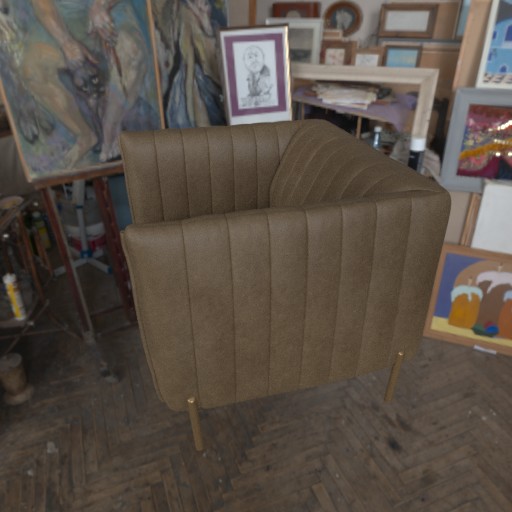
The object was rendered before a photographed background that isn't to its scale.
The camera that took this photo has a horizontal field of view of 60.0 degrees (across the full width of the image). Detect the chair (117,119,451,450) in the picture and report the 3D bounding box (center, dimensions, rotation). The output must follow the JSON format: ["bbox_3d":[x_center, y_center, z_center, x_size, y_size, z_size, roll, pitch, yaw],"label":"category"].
[{"bbox_3d":[0.000,0.000,1.640,0.876,0.779,0.981,-8,31,-13],"label":"chair"}]
